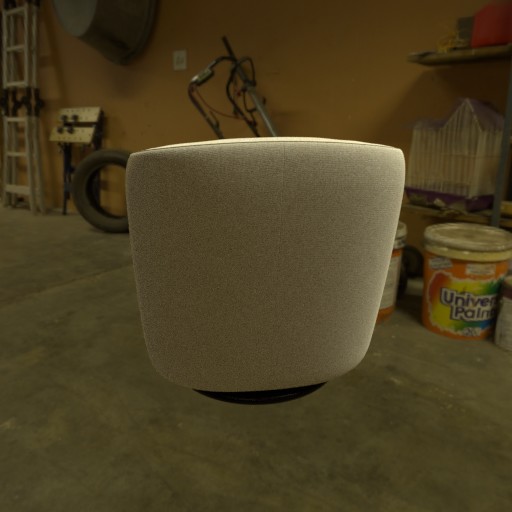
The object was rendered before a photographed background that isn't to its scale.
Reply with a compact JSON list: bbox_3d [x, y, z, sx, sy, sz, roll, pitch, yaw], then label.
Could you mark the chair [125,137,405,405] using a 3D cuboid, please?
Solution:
[{"bbox_3d":[0.000,0.000,1.624,0.822,0.861,0.986,-2,16,-7],"label":"chair"}]
